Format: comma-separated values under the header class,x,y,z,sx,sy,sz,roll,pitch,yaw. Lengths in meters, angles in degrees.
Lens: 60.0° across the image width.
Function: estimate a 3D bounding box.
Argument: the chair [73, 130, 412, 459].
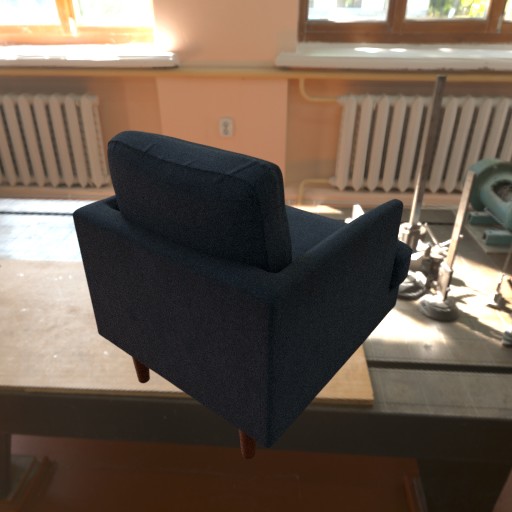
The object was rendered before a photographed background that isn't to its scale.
class,x,y,z,sx,sy,sz,roll,pitch,yaw
chair,0.000,0.000,1.615,0.858,0.957,0.899,21,36,33
